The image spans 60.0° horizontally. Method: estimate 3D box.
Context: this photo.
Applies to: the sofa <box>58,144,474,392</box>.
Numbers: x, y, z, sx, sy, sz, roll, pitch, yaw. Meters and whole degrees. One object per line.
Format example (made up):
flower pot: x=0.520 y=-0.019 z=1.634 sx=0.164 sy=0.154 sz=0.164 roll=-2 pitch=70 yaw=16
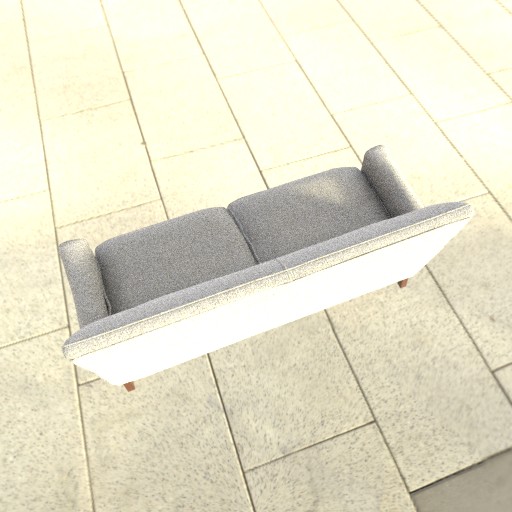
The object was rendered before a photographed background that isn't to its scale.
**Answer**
sofa: x=0.000 y=0.000 z=2.549 sx=2.026 sy=0.942 sz=0.854 roll=-19 pitch=61 yaw=-11
